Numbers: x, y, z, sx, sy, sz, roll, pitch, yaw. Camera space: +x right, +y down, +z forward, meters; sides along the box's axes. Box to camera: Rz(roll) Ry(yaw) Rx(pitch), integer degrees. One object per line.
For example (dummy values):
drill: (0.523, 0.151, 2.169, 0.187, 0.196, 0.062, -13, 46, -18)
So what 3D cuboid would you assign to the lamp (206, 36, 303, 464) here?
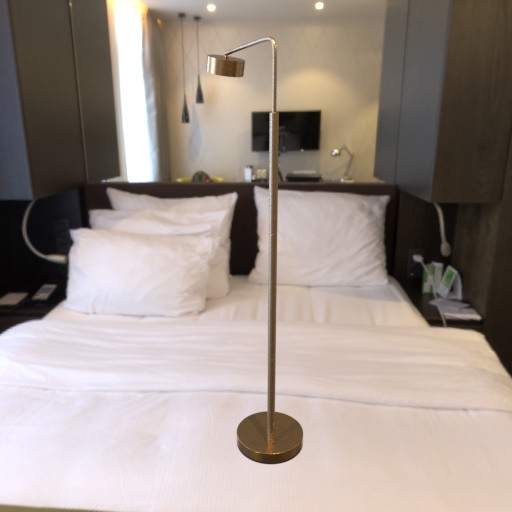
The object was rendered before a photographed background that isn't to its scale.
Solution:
lamp: (0.000, 0.000, 1.401, 0.219, 1.230, 0.418, -8, 17, -27)
